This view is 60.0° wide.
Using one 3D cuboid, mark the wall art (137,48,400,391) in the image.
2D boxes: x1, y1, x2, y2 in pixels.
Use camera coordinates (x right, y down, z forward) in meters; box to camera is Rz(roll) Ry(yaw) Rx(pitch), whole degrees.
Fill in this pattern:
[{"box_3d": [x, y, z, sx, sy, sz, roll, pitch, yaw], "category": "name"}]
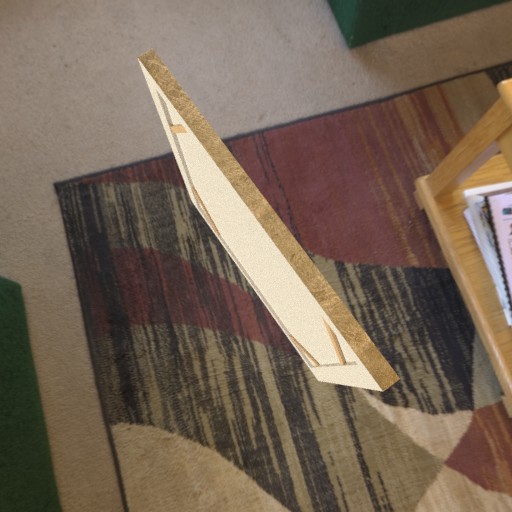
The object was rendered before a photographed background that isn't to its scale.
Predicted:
[{"box_3d": [0.000, 0.000, 1.660, 0.051, 1.091, 1.092, -34, 78, -8], "category": "wall art"}]
